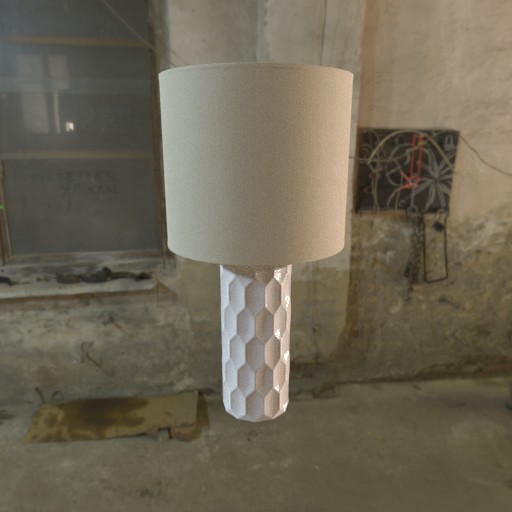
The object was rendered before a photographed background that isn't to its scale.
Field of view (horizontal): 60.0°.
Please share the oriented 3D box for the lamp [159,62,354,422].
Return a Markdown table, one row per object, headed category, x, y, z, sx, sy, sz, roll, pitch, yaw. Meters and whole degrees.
| category | x | y | z | sx | sy | sz | roll | pitch | yaw |
| --- | --- | --- | --- | --- | --- | --- | --- | --- | --- |
| lamp | 0.000 | 0.000 | 0.713 | 0.277 | 0.537 | 0.277 | -14 | 21 | -42 |
